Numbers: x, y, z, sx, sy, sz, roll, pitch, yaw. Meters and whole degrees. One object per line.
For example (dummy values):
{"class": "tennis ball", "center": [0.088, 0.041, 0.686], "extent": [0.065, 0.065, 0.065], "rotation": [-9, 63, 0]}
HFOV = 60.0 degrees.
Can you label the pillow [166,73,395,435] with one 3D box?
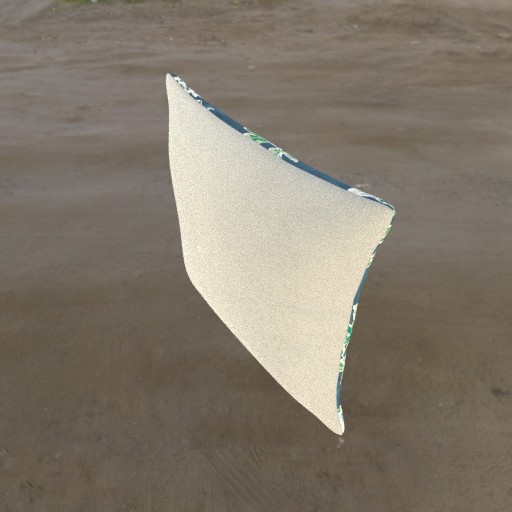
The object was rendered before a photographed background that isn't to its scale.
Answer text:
{"class": "pillow", "center": [0.000, 0.000, 0.803], "extent": [0.166, 0.508, 0.525], "rotation": [-26, 47, -26]}
